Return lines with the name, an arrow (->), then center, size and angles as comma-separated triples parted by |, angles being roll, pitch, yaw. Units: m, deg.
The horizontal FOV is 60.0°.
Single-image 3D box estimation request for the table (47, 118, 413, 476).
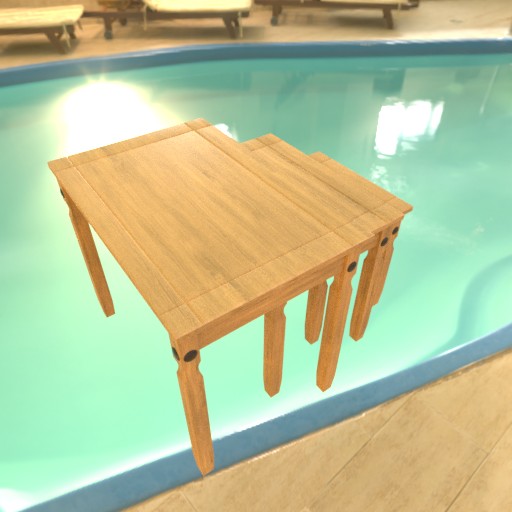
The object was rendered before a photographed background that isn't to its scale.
table -> 0.000, 0.000, 1.217 | 0.773, 0.535, 0.660 | -25, 47, -26
